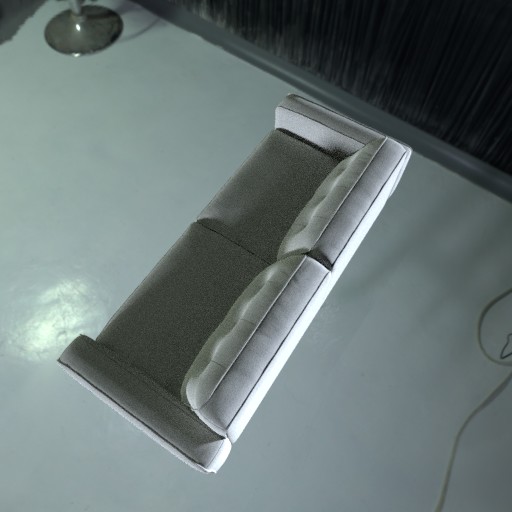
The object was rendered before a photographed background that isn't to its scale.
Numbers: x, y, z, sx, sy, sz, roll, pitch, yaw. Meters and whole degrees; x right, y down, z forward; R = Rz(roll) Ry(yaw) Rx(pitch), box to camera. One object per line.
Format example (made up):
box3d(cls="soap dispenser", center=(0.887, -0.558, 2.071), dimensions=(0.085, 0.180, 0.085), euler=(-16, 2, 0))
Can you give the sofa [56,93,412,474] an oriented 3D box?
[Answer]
box3d(cls="sofa", center=(0.000, 0.000, 2.671), dimensions=(0.956, 0.781, 2.270), euler=(30, 66, 15))
